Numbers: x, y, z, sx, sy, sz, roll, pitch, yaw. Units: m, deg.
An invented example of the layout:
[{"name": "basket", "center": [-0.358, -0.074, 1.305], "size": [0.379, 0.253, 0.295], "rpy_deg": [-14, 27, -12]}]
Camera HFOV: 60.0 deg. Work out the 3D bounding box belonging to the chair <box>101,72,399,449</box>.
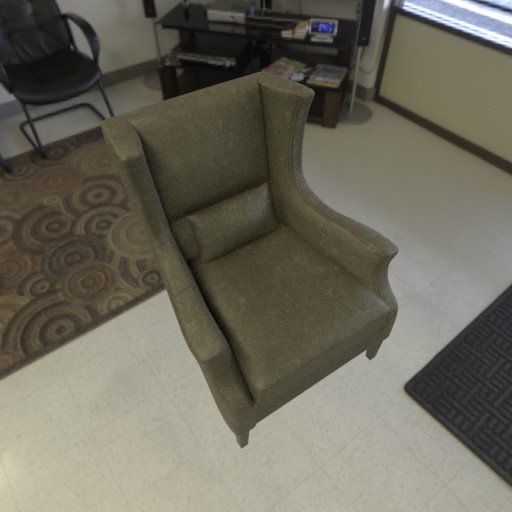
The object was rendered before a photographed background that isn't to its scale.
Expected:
[{"name": "chair", "center": [0.000, 0.000, 1.736], "size": [0.853, 1.016, 0.926], "rpy_deg": [-26, 53, -22]}]
